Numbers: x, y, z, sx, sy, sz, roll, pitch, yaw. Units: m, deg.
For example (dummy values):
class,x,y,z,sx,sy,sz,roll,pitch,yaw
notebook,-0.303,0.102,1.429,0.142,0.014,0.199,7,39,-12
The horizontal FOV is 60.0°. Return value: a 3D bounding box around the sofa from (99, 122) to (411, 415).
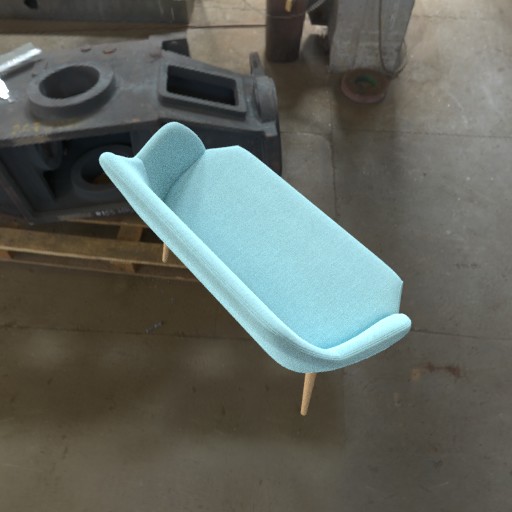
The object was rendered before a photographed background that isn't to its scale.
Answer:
class,x,y,z,sx,sy,sz,roll,pitch,yaw
sofa,0.000,0.000,1.639,0.610,0.840,1.150,-37,65,-21
